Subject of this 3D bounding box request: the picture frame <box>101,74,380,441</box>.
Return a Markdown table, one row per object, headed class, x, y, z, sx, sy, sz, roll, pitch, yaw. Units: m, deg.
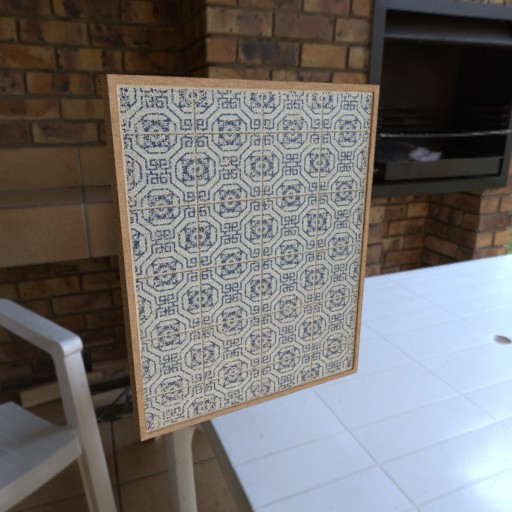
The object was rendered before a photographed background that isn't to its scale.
| class | x | y | z | sx | sy | sz | roll | pitch | yaw |
| --- | --- | --- | --- | --- | --- | --- | --- | --- | --- |
| picture frame | 0.000 | 0.000 | 0.716 | 0.421 | 0.526 | 0.046 | -9 | 19 | -26 |
